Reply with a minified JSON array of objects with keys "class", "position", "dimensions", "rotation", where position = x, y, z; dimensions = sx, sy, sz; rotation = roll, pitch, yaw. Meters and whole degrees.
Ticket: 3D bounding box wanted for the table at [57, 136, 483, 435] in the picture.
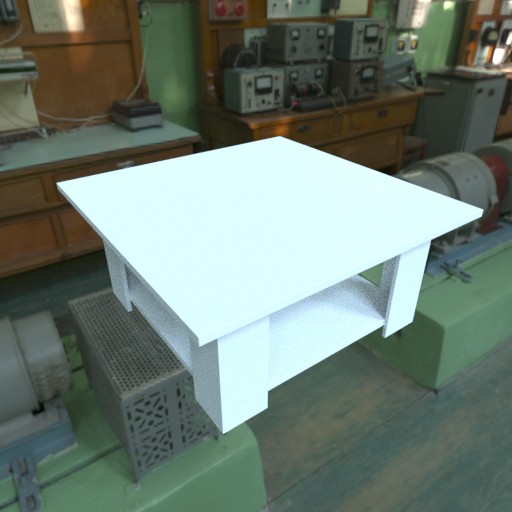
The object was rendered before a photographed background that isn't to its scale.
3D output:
[{"class":"table","position":[0.000,0.000,1.054],"dimensions":[0.670,0.305,0.670],"rotation":[-20,36,-30]}]
